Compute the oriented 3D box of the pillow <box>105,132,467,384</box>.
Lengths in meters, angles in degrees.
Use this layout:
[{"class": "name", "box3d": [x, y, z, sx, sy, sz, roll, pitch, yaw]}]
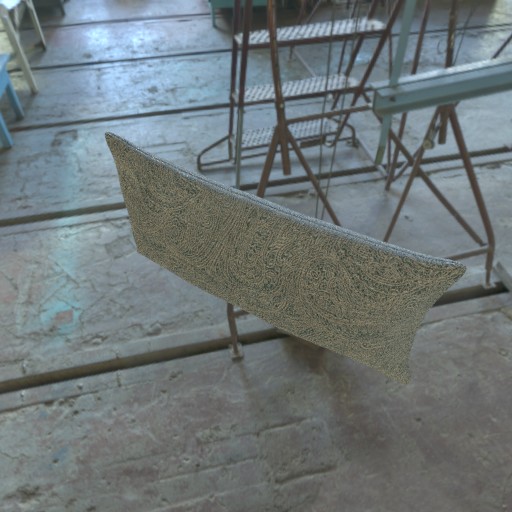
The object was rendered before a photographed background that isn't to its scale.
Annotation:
[{"class": "pillow", "box3d": [0.000, 0.000, 0.766, 0.615, 0.295, 0.151, 24, 50, 21]}]
